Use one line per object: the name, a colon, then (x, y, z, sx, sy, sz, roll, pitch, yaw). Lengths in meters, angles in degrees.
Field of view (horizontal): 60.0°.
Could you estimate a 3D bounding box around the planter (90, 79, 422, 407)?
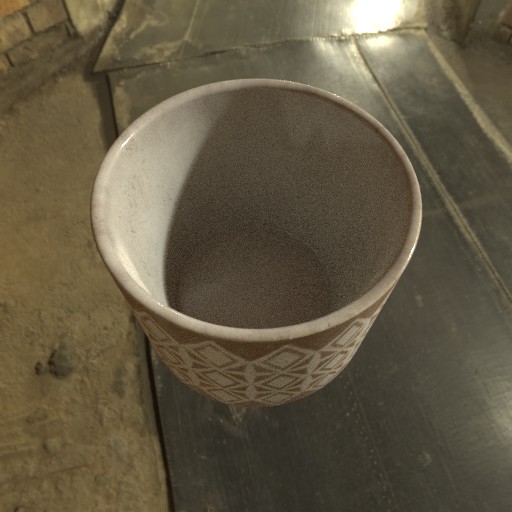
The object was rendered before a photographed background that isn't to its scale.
planter: (0.000, 0.000, 0.332, 0.193, 0.165, 0.193, 0, 59, 0)
